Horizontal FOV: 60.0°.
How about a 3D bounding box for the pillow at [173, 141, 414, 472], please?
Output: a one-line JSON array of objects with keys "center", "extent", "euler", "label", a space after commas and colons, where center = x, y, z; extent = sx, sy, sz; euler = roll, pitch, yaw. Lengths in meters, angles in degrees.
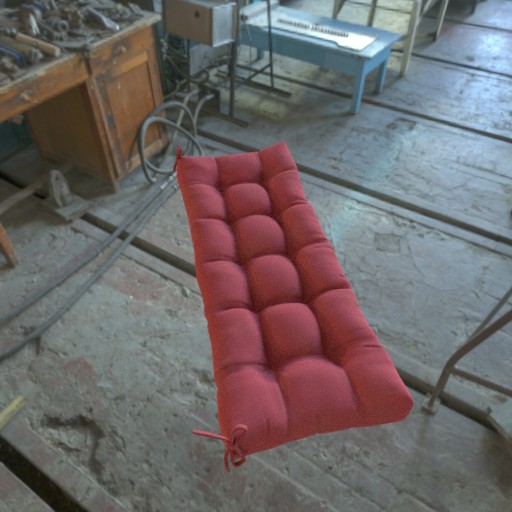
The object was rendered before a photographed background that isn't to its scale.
[{"center": [0.000, 0.000, 1.370], "extent": [0.511, 0.174, 1.194], "euler": [-9, 47, -9], "label": "pillow"}]
